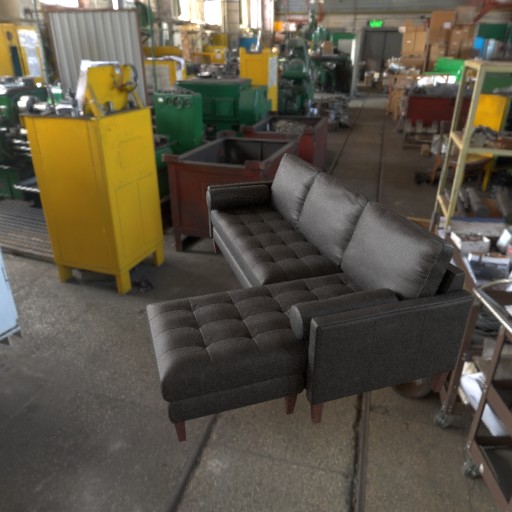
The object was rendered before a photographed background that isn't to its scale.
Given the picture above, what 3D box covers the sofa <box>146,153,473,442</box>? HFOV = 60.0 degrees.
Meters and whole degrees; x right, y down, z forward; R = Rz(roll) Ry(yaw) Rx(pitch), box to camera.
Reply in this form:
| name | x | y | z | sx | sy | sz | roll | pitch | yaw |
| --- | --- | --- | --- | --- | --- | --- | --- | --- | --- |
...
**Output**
| name | x | y | z | sx | sy | sz | roll | pitch | yaw |
| --- | --- | --- | --- | --- | --- | --- | --- | --- | --- |
| sofa | 0.000 | 0.000 | 2.903 | 1.497 | 0.876 | 2.178 | -8 | 27 | -16 |
